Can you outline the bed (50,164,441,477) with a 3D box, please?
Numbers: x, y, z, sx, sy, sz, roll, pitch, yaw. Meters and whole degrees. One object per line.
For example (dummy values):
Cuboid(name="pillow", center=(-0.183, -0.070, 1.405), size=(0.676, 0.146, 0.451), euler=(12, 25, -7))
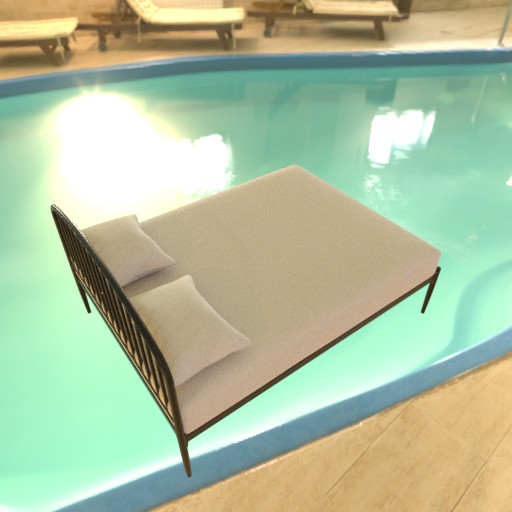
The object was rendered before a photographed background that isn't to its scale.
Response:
Cuboid(name="bed", center=(0.000, 0.000, 3.135), size=(2.159, 1.166, 1.618), euler=(-26, 46, -27))
